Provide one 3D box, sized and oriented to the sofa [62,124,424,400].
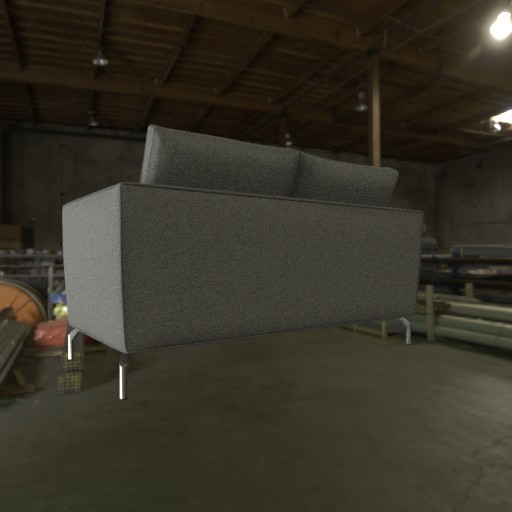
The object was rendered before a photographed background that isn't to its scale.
[{"bbox_3d":[0.000,0.000,2.137,1.594,0.924,0.803,0,0,-36],"label":"sofa"}]
